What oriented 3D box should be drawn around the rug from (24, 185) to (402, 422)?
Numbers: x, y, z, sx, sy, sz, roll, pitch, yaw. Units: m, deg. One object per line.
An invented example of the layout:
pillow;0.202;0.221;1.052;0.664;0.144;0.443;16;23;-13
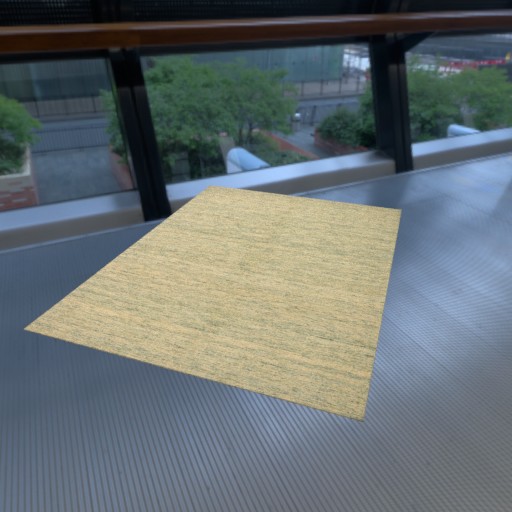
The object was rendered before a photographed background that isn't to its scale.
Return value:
rug;0.000;0.000;4.175;2.437;0.014;3.201;10;31;17
